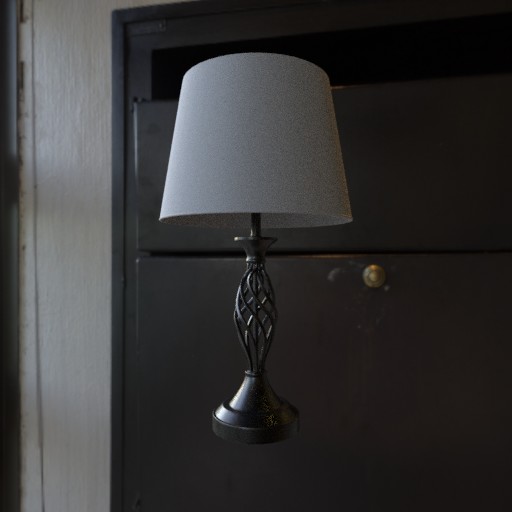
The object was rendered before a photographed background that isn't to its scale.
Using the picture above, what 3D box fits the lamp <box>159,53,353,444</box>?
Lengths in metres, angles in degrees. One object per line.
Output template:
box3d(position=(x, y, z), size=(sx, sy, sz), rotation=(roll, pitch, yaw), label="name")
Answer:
box3d(position=(0.000, 0.000, 0.773), size=(0.331, 0.594, 0.331), rotation=(0, 0, 0), label="lamp")
